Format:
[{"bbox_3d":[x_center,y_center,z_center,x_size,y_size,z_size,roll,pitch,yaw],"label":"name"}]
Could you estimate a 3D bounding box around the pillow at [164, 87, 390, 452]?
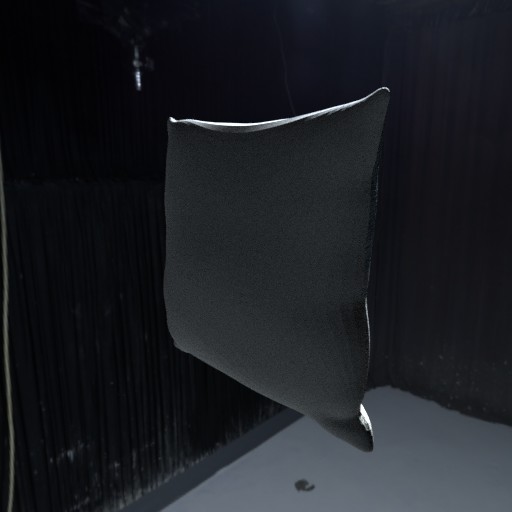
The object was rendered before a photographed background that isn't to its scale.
[{"bbox_3d":[0.000,0.000,0.672,0.182,0.441,0.440,-12,17,-43],"label":"pillow"}]
